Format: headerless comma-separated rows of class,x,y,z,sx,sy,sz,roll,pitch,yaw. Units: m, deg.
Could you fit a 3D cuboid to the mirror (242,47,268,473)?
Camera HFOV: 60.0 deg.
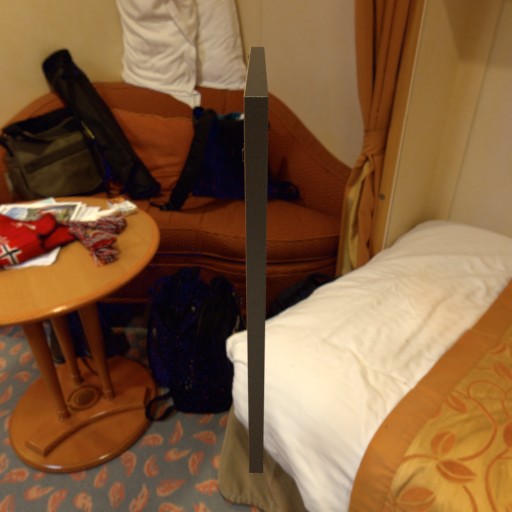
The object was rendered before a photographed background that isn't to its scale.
mirror,0.000,0.000,1.142,0.040,0.915,0.609,0,31,0
